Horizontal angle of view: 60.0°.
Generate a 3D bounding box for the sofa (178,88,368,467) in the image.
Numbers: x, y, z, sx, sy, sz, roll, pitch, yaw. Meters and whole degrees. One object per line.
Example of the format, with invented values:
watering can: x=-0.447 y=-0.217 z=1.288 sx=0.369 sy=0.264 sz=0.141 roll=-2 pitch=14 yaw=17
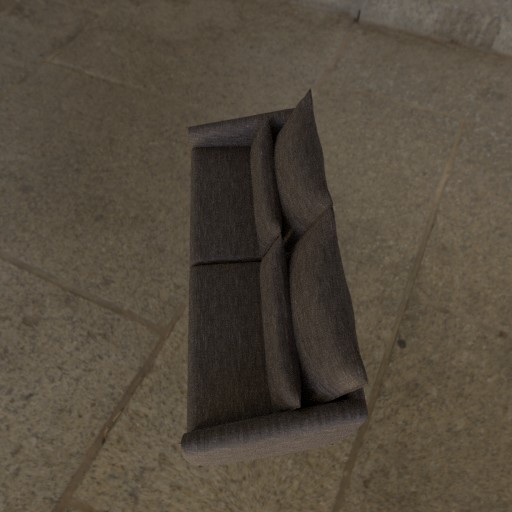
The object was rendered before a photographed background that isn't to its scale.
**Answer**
sofa: x=0.000 y=0.000 z=2.444 sx=0.807 sy=0.843 sz=2.019 roll=-3 pitch=59 yaw=-2
